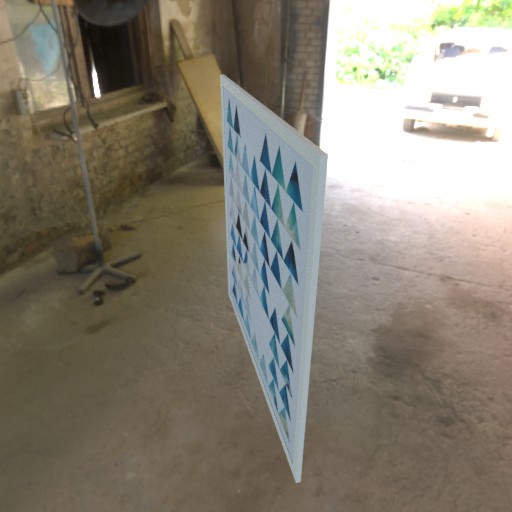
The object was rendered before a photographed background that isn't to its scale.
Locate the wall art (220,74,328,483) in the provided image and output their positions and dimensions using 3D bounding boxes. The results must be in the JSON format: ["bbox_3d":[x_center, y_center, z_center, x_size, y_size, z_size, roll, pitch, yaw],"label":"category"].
[{"bbox_3d":[0.000,0.000,1.204,0.012,0.809,0.809,-8,31,-13],"label":"wall art"}]
